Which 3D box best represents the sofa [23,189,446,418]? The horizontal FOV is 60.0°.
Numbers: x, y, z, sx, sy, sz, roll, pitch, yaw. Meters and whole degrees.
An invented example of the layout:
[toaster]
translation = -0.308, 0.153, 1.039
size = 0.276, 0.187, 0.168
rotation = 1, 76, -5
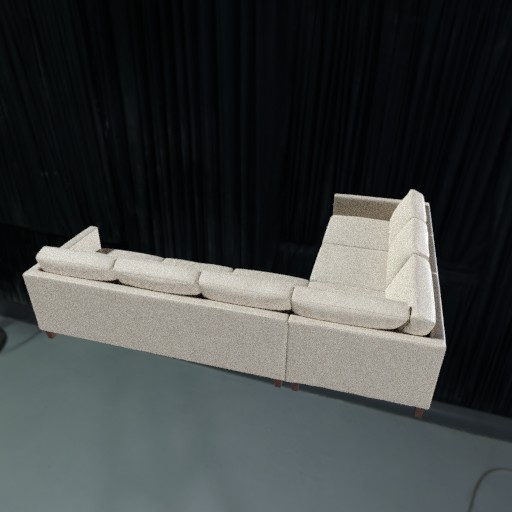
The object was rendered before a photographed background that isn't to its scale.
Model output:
[sofa]
translation = 0.000, 0.000, 4.261
size = 3.182, 0.863, 2.432
rotation = 8, 31, 14
